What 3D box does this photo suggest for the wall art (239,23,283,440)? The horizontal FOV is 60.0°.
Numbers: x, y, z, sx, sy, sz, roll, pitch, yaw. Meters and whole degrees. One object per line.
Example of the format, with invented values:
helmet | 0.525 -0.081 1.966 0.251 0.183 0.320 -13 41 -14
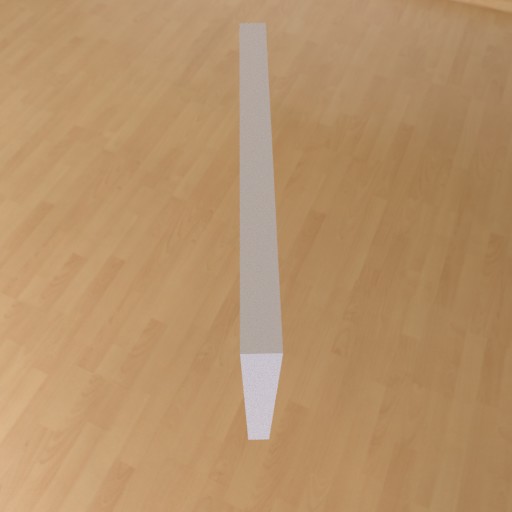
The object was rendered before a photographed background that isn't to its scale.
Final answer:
wall art | 0.000 0.000 0.525 0.027 0.355 0.355 -1 59 -1
